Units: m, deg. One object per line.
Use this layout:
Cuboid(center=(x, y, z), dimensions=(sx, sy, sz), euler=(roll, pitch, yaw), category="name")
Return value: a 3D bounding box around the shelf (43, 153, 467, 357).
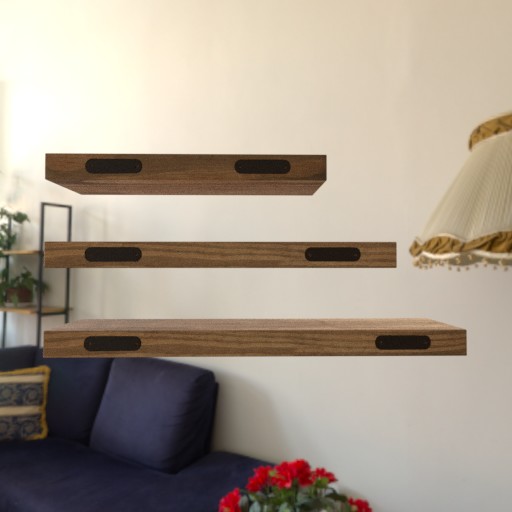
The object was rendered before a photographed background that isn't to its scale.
Cuboid(center=(0.000, 0.000, 0.710), dimensions=(0.610, 0.293, 0.140), euler=(0, -1, -1), category="shelf")
